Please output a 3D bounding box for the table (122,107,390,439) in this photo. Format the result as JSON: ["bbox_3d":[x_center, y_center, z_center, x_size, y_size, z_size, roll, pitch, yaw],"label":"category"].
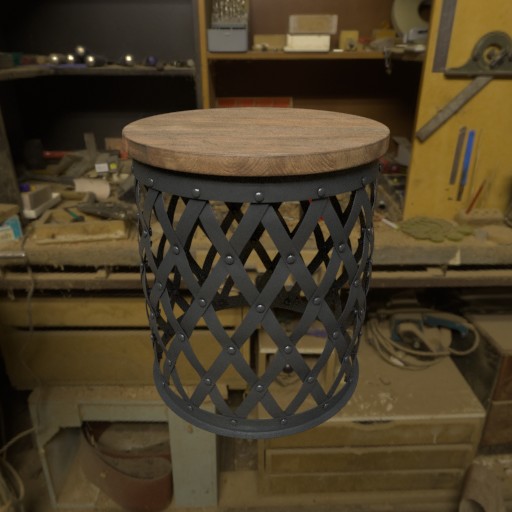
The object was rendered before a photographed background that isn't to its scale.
[{"bbox_3d":[0.000,0.000,0.791,0.405,0.454,0.405,0,26,0],"label":"table"}]
